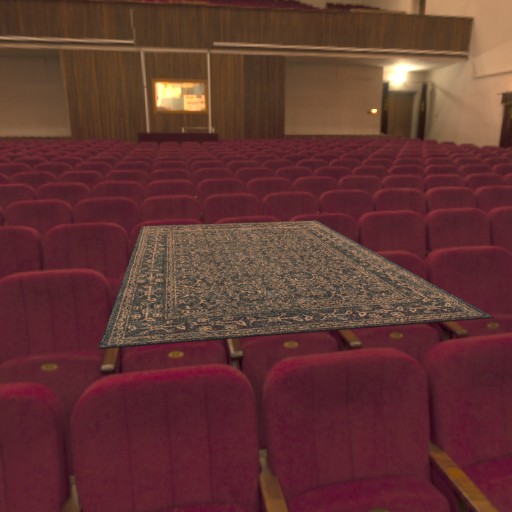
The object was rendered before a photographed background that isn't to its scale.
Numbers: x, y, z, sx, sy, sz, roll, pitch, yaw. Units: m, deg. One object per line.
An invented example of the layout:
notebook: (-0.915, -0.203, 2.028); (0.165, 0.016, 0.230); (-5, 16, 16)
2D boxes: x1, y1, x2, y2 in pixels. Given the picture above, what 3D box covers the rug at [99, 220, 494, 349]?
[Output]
rug: (0.000, 0.000, 2.167); (1.200, 0.005, 1.819); (-3, 15, -10)
